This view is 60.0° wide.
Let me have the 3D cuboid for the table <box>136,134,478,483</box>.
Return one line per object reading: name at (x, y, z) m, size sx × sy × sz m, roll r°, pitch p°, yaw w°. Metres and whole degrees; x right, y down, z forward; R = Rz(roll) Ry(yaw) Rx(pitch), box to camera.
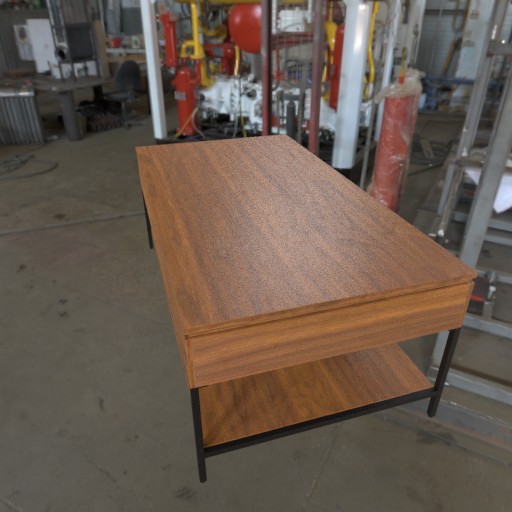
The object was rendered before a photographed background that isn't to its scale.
table at (0.000, 0.000, 1.327) m, size 0.574 × 0.414 × 1.057 m, roll -9°, pitch 31°, yaw -15°
